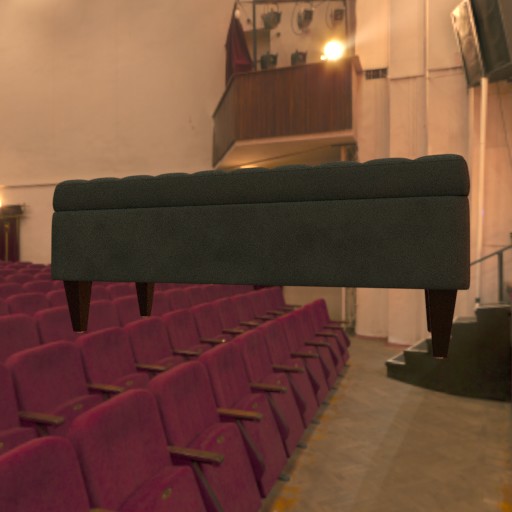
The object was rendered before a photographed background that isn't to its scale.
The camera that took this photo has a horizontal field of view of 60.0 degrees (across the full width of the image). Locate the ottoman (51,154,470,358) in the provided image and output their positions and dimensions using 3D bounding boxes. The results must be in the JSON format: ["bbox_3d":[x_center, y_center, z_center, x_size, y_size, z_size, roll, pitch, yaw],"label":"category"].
[{"bbox_3d":[0.000,0.000,1.362,1.151,0.469,0.482,0,0,19],"label":"ottoman"}]
